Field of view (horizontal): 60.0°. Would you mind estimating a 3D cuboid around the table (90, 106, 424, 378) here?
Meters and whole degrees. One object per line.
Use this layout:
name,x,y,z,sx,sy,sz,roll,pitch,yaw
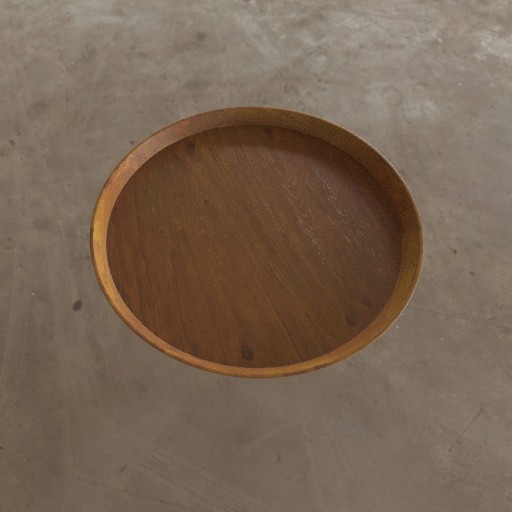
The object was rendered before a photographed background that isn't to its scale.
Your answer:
table,0.000,0.000,1.563,1.016,0.470,1.016,0,59,0
